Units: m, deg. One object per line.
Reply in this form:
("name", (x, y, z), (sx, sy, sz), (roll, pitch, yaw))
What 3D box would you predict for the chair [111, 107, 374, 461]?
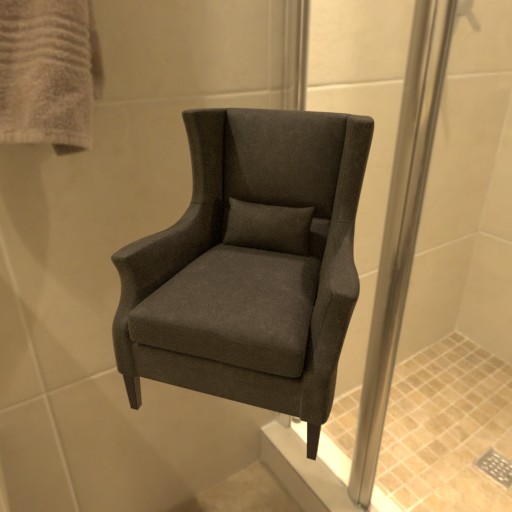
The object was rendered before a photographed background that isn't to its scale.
("chair", (0.000, 0.000, 1.732), (0.853, 1.016, 0.926), (9, 27, 17))
